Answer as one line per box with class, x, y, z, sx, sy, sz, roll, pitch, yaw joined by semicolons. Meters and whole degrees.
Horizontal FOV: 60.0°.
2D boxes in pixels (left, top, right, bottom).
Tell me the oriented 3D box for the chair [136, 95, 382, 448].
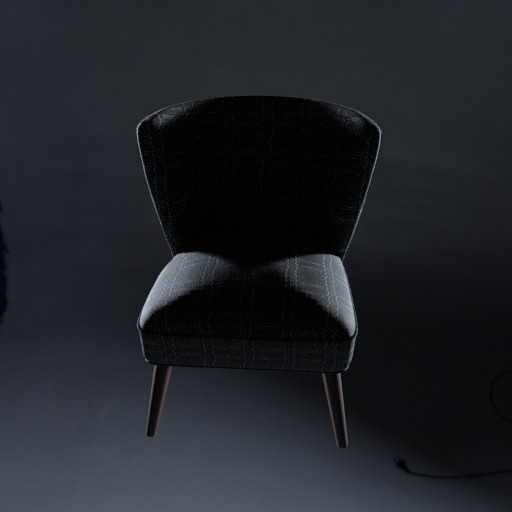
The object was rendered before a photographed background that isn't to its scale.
chair;0.000;0.000;1.432;0.710;0.866;0.758;2;31;3
